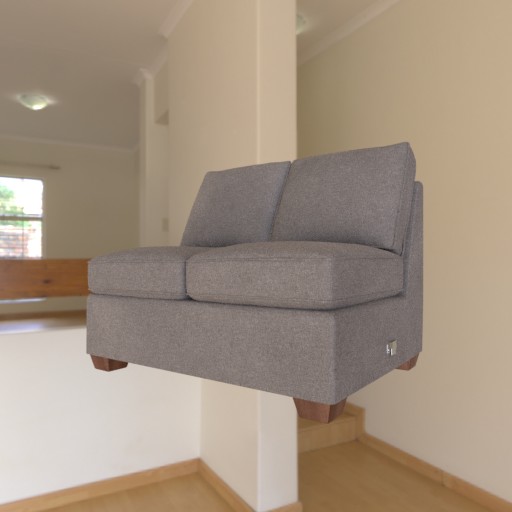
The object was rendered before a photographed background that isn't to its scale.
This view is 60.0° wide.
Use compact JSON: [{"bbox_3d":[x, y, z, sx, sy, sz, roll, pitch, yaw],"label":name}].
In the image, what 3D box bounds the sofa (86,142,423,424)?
[{"bbox_3d":[0.000,0.000,2.003,1.237,1.008,0.951,0,0,35],"label":"sofa"}]
